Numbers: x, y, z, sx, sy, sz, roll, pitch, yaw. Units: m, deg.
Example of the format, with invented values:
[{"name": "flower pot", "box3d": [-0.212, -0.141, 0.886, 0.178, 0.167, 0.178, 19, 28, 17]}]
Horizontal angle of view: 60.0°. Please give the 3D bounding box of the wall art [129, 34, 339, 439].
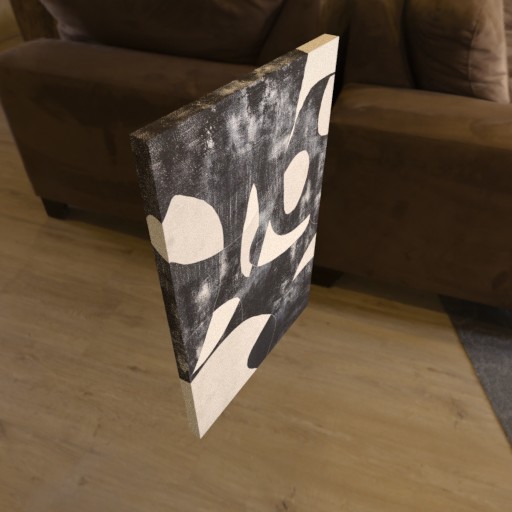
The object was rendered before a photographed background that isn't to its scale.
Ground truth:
[{"name": "wall art", "box3d": [0.000, 0.000, 1.137, 0.041, 0.915, 0.610, 25, 48, 25]}]
